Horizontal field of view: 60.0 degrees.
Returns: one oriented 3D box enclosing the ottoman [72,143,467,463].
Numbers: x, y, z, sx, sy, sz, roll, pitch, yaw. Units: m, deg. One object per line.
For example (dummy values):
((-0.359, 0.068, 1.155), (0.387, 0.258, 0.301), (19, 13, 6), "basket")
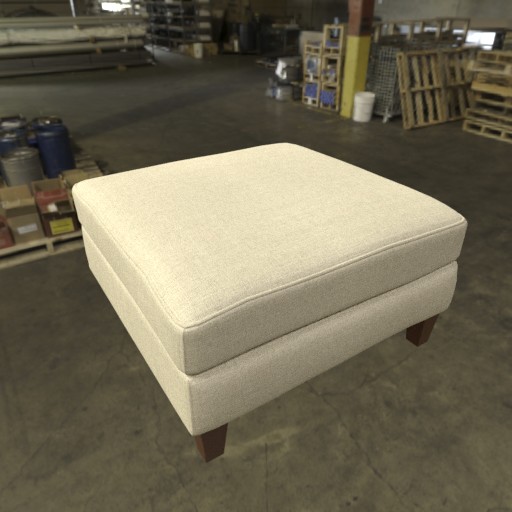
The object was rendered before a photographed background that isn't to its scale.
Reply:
((0.000, 0.000, 1.339), (0.838, 0.478, 0.838), (-18, 35, -28), "ottoman")
